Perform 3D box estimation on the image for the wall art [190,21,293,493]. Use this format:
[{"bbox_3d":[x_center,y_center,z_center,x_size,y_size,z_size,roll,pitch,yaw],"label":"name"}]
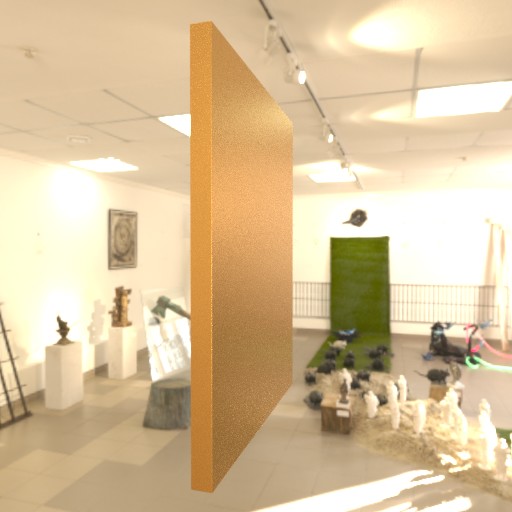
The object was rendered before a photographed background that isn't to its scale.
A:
[{"bbox_3d":[0.000,0.000,1.011,0.038,0.762,0.610,0,1,17],"label":"wall art"}]
